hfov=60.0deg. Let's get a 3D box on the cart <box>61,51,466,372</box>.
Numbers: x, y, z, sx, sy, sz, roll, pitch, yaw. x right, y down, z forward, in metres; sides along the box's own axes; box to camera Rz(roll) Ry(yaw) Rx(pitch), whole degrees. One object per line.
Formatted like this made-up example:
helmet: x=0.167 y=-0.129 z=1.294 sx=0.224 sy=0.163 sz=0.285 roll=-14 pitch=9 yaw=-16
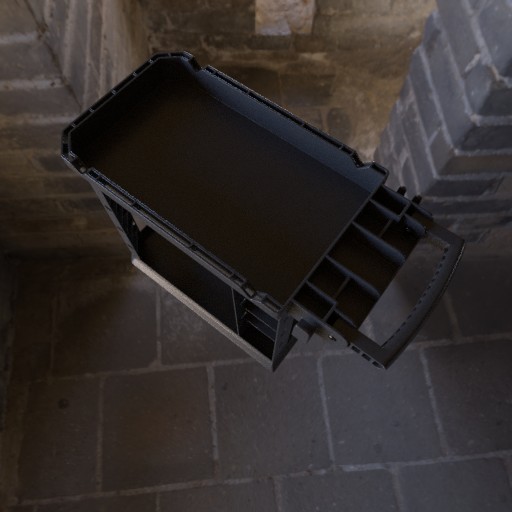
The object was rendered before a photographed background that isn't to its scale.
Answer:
cart: x=0.000 y=0.000 z=1.545 sx=1.061 sy=0.884 sz=0.497 roll=35 pitch=70 yaw=15
